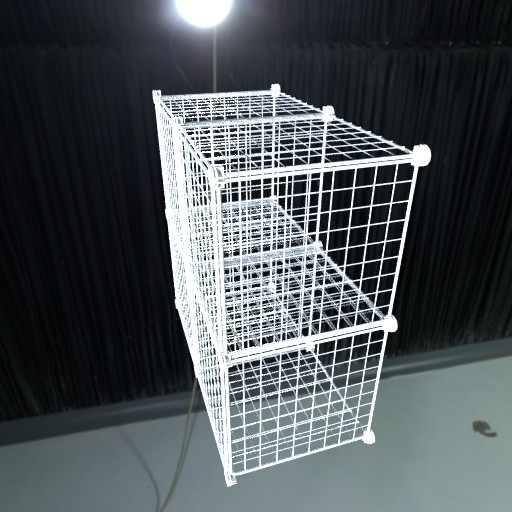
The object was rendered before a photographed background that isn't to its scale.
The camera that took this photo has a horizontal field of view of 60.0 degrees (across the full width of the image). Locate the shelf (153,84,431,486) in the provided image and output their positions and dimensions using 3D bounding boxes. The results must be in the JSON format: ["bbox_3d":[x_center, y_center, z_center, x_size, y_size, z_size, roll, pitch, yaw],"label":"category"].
[{"bbox_3d":[0.000,0.000,1.121,0.356,0.711,0.711,-9,31,-16],"label":"shelf"}]
